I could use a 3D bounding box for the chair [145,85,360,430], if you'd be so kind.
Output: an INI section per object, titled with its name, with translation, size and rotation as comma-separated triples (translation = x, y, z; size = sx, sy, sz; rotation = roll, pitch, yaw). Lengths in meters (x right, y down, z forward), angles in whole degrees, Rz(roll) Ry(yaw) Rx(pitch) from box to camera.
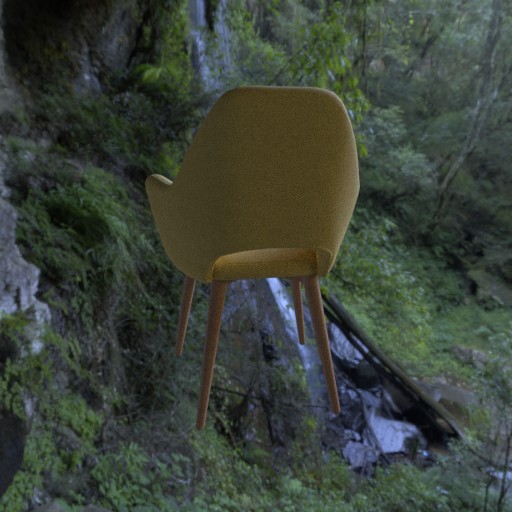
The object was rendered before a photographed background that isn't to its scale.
[chair]
translation = 0.000, 0.000, 1.257
size = 0.590, 0.840, 0.610
rotation = -3, 14, -11
